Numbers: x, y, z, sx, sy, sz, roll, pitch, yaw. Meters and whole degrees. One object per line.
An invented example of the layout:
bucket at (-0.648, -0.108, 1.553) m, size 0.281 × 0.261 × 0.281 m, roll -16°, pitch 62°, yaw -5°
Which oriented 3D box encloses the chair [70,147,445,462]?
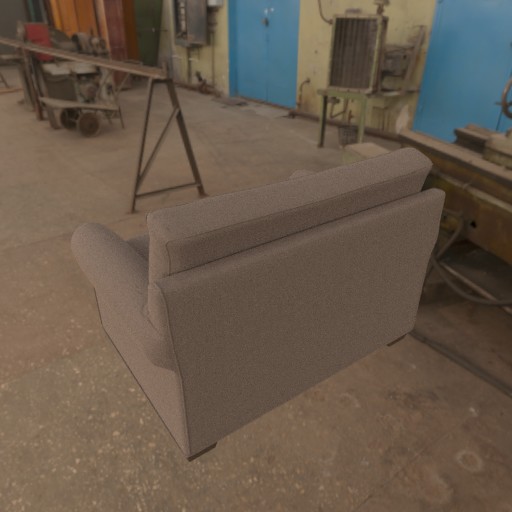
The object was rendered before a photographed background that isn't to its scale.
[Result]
chair at (0.000, 0.000, 1.981) m, size 1.390 × 0.930 × 0.930 m, roll -19°, pitch 35°, yaw -30°
